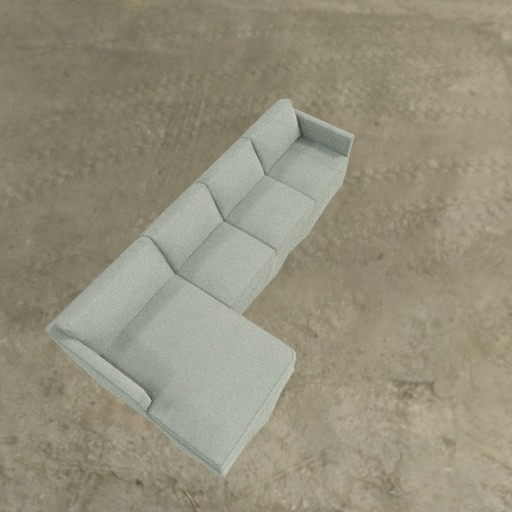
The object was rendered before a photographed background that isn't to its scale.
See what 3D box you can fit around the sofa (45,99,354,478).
[{"bbox_3d":[0.000,0.000,3.945,1.650,0.922,3.205,30,62,18],"label":"sofa"}]
